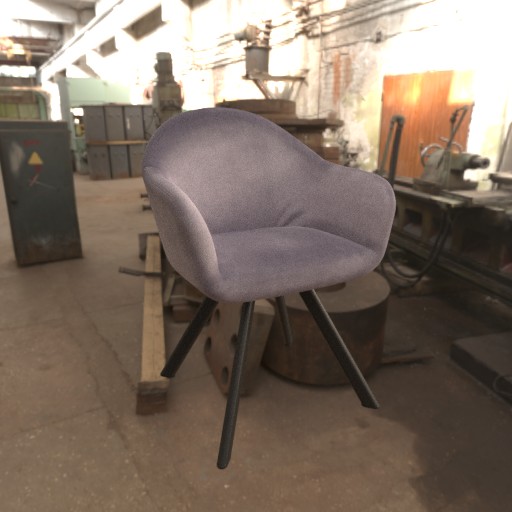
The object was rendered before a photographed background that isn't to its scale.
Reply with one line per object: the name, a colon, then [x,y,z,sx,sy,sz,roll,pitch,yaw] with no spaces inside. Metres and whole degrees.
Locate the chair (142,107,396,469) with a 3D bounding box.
chair: [0.000,0.000,1.203,0.570,0.780,0.540,-9,19,-27]
